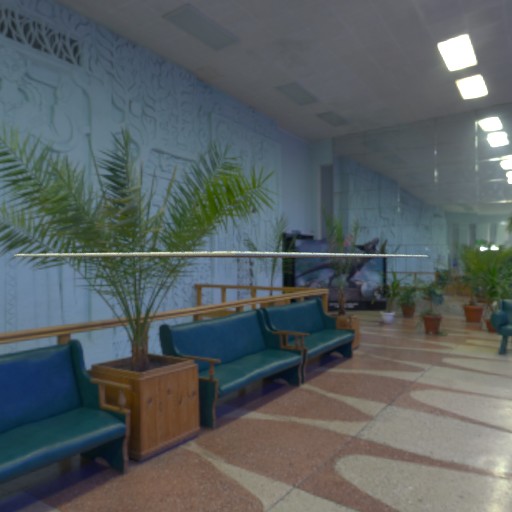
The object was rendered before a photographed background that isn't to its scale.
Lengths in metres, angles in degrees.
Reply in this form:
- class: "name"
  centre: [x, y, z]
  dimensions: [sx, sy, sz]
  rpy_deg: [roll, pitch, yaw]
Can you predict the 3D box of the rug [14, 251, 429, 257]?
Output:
- class: "rug"
  centre: [0.000, 0.000, 3.393]
  dimensions: [1.819, 0.018, 2.746]
  rpy_deg: [0, 0, 36]
